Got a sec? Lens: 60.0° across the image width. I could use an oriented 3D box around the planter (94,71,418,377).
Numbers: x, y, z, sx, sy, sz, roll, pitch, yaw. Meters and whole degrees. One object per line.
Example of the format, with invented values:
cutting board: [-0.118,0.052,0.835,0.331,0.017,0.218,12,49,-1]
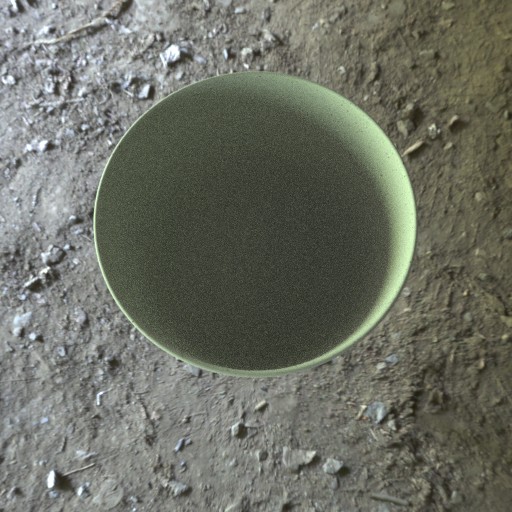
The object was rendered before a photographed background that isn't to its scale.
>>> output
planter: [0.000,0.000,0.368,0.195,0.214,0.195,0,75,0]
